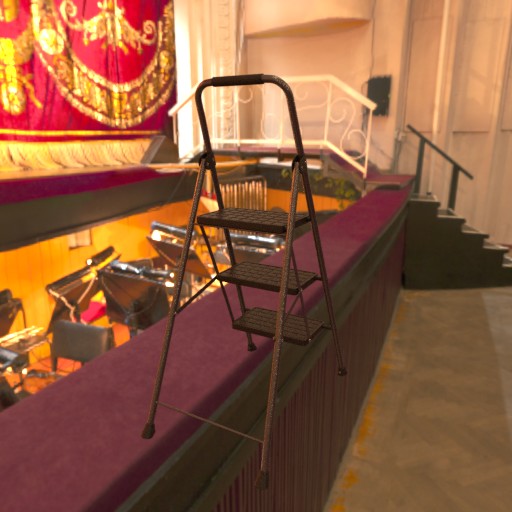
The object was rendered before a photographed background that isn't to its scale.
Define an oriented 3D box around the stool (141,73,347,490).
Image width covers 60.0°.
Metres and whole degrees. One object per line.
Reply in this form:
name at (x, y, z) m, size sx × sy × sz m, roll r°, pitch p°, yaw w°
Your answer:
stool at (0.000, 0.000, 1.502) m, size 0.473 × 1.121 × 0.733 m, roll 9°, pitch 18°, yaw 28°
